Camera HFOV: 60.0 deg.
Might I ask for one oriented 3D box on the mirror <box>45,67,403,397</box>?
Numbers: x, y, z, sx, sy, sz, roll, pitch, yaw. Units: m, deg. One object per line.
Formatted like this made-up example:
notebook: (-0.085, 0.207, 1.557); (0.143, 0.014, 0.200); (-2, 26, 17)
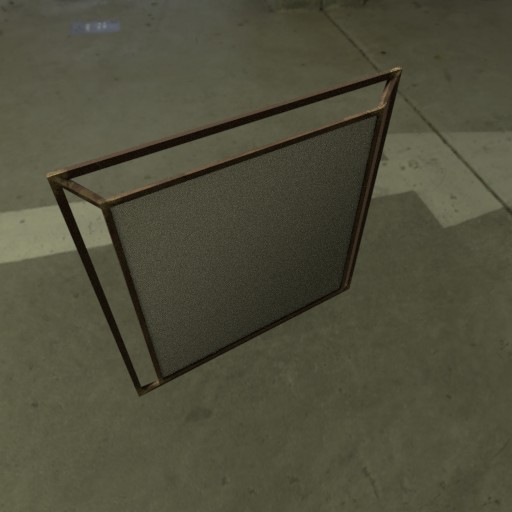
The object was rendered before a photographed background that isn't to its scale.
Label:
mirror: (0.000, 0.000, 0.886); (0.610, 0.610, 0.032); (-24, 51, -21)
